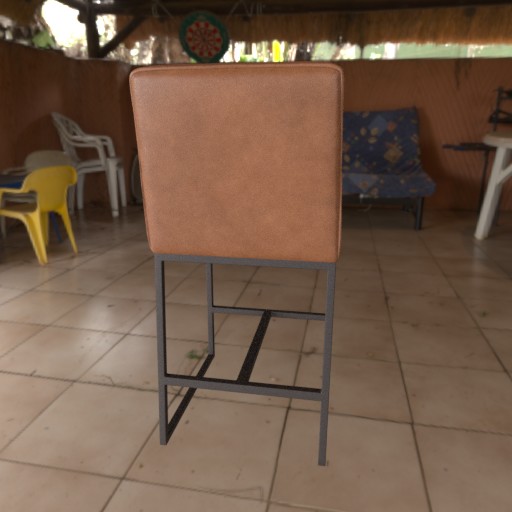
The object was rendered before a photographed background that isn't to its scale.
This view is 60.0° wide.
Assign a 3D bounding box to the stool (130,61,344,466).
[{"bbox_3d":[0.000,0.000,1.235,0.458,0.940,0.556,3,17,10],"label":"stool"}]
